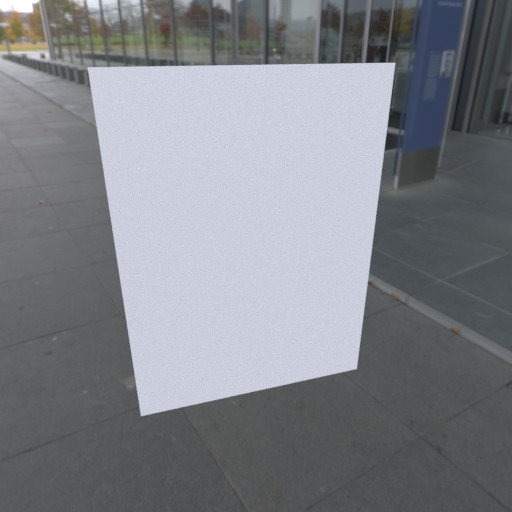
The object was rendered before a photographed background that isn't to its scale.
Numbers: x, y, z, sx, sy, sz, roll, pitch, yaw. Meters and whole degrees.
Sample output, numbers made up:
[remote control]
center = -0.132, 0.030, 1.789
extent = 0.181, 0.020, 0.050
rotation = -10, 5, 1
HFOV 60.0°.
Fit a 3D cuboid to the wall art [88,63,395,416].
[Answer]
[wall art]
center = 0.000, 0.000, 0.770
extent = 0.457, 0.610, 0.003
rotation = -8, 27, -15
